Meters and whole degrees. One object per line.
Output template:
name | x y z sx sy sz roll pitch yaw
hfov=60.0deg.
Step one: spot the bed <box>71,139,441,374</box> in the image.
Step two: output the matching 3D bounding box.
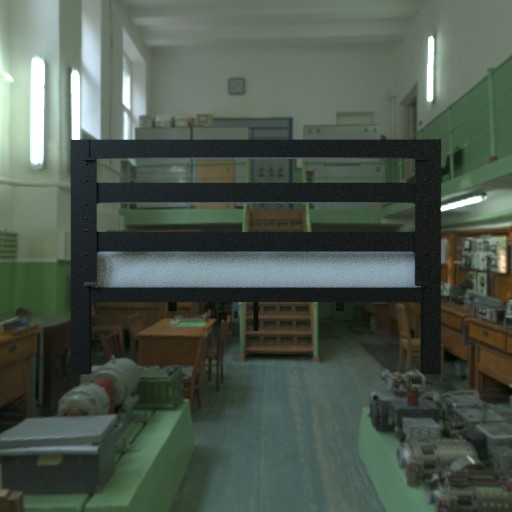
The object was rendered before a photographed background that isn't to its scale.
bed | 0.000 0.000 2.840 1.524 0.967 2.062 0 0 0
